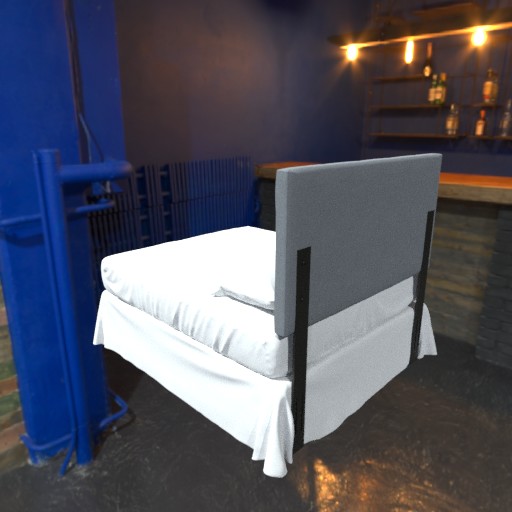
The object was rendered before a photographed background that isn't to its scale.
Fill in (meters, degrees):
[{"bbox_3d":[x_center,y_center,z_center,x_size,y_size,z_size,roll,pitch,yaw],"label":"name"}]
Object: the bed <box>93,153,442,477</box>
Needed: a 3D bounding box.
[{"bbox_3d":[0.000,0.000,3.439,1.936,1.577,2.222,-16,23,-42],"label":"bed"}]
